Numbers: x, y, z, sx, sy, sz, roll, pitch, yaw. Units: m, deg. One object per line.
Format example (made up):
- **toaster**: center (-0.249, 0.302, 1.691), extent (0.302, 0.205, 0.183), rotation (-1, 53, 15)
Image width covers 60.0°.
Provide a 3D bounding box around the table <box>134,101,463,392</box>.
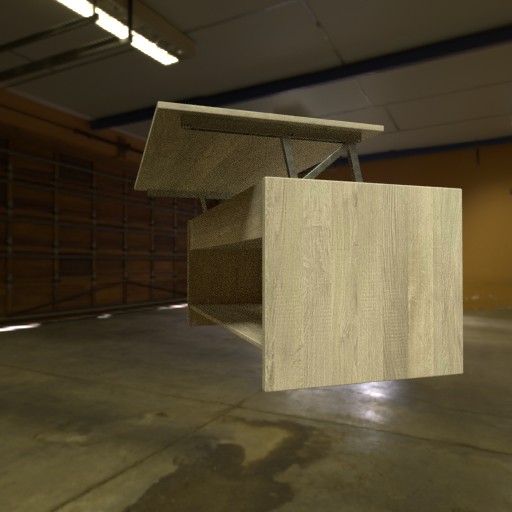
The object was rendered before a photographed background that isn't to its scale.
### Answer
- **table**: center (0.000, 0.000, 1.421), extent (0.712, 0.570, 1.000), rotation (0, -1, -18)
